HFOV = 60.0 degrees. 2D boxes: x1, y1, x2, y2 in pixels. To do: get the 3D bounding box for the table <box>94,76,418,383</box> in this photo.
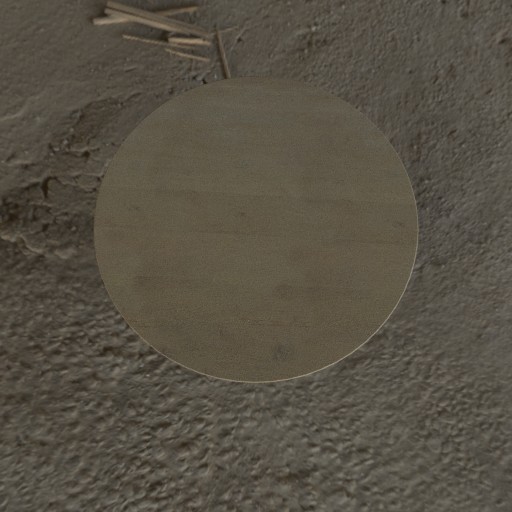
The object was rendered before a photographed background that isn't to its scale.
[{"bbox_3d":[0.000,0.000,1.472,0.800,0.780,0.800,0,75,0],"label":"table"}]
